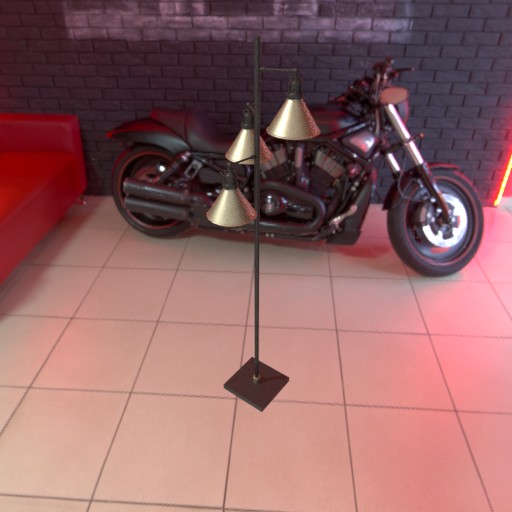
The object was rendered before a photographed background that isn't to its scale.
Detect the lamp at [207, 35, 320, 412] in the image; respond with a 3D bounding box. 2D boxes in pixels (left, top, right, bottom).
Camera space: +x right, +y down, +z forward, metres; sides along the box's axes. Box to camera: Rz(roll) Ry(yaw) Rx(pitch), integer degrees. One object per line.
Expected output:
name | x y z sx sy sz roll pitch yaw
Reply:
lamp | 0.000 0.000 1.919 0.428 1.716 0.415 22 39 30
